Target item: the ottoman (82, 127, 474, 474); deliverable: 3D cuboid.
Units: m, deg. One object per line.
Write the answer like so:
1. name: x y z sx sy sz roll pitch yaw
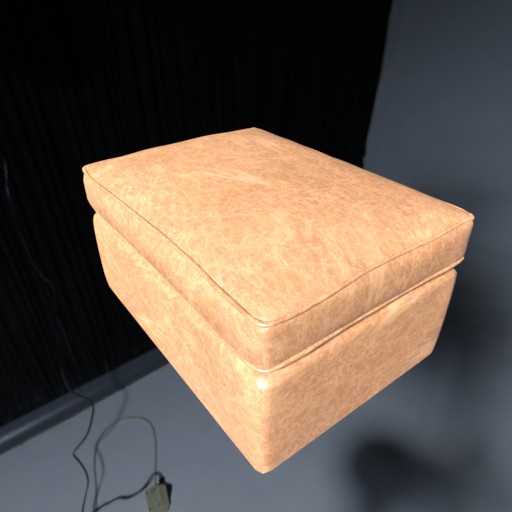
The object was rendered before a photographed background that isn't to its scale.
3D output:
1. ottoman: 0.000 0.000 1.078 0.554 0.468 0.756 -22 39 -30
